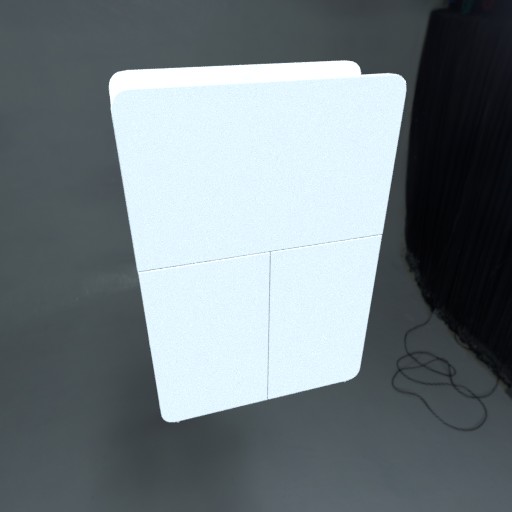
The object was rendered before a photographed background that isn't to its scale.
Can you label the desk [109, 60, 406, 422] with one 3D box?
[{"bbox_3d":[0.000,0.000,1.535,0.795,1.190,0.278,-9,32,-14],"label":"desk"}]
